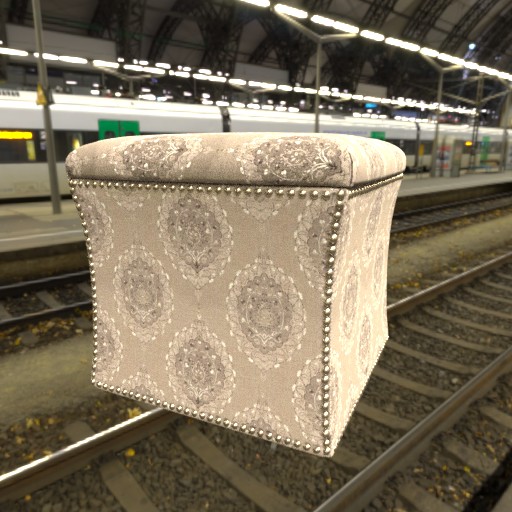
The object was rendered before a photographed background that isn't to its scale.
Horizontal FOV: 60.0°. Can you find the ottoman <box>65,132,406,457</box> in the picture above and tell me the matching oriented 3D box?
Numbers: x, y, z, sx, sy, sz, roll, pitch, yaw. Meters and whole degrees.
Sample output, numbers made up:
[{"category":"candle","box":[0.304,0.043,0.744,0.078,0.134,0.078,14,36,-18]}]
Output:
[{"category":"ottoman","box":[0.000,0.000,0.889,0.507,0.473,0.497,6,15,25]}]
